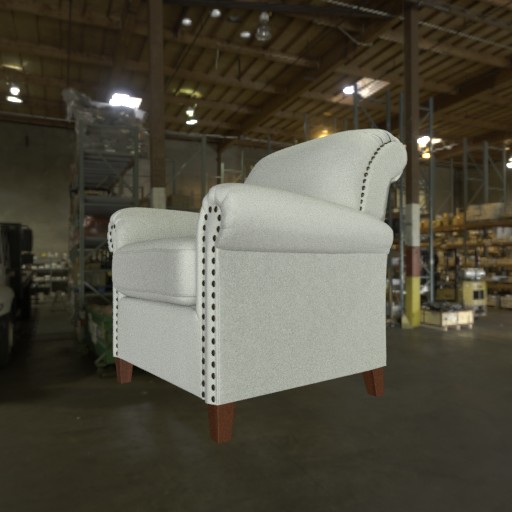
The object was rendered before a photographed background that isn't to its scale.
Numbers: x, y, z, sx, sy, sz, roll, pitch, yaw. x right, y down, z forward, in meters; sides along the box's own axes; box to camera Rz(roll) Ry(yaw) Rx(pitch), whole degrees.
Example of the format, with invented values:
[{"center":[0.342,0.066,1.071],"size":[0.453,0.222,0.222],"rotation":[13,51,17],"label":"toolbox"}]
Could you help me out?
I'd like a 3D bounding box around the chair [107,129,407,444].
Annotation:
[{"center":[0.000,0.000,1.593],"size":[0.890,0.927,0.854],"rotation":[0,-1,-37],"label":"chair"}]
